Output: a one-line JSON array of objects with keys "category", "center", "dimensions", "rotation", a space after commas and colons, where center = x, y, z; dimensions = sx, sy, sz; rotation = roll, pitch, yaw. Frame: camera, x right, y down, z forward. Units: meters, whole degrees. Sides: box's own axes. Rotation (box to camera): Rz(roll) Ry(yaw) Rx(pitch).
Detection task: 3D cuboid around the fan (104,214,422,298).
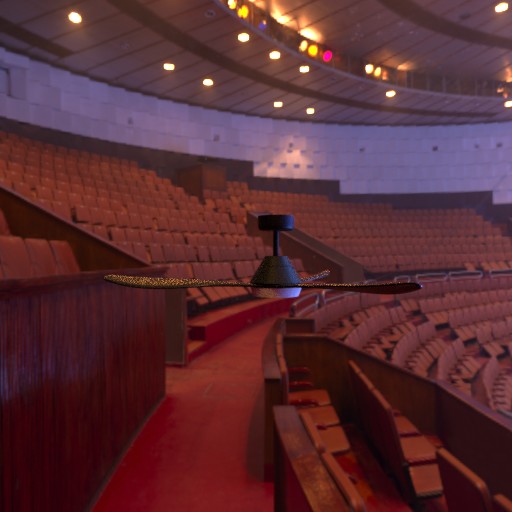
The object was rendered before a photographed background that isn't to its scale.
[{"category": "fan", "center": [0.000, 0.000, 1.615], "dimensions": [1.067, 0.305, 1.067], "rotation": [0, 0, -17]}]
